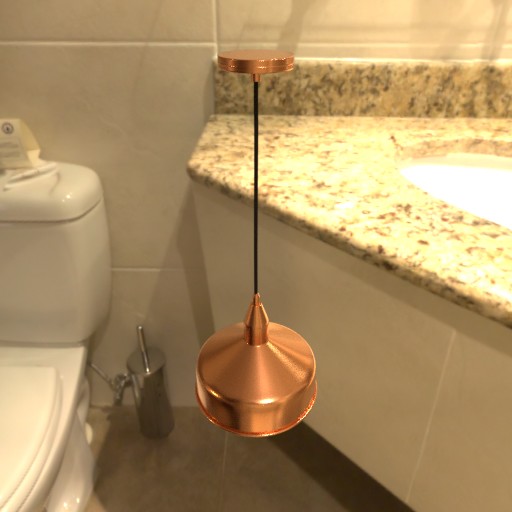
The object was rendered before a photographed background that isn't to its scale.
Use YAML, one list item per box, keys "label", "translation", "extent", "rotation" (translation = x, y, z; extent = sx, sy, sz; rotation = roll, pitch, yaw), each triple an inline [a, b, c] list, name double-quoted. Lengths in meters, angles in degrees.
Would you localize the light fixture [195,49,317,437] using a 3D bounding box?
- label: "light fixture"
  translation: [0.000, 0.000, 0.902]
  extent: [0.301, 0.754, 0.301]
  rotation: [-21, 37, -29]
